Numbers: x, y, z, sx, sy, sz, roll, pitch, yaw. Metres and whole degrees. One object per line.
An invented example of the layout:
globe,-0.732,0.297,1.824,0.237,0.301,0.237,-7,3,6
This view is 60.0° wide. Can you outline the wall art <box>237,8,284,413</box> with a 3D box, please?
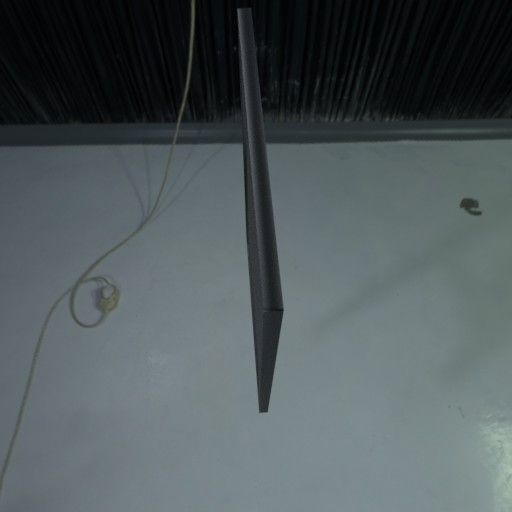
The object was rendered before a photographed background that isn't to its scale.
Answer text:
wall art,0.000,0.000,0.539,0.013,0.431,0.303,-4,63,-2
